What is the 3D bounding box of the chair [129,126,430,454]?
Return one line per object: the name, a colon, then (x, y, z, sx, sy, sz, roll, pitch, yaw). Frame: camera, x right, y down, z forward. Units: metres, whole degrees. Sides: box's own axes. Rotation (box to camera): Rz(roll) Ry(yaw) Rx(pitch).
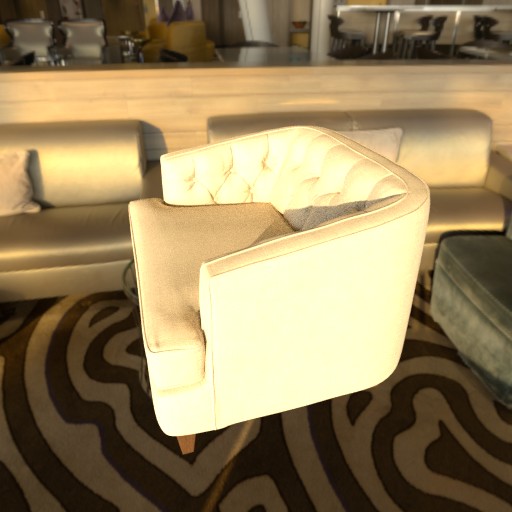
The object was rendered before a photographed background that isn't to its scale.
chair: (0.000, 0.000, 1.729, 0.914, 0.787, 1.118, -8, 30, -14)
